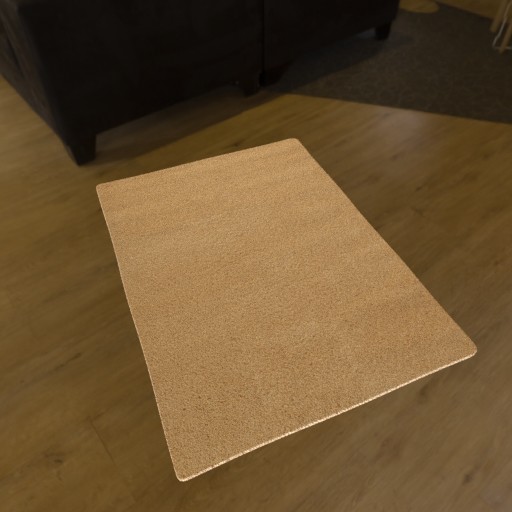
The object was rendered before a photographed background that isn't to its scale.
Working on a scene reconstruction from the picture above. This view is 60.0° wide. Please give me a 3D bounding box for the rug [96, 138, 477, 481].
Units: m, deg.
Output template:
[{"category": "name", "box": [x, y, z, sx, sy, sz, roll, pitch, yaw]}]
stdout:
[{"category": "rug", "box": [0.000, 0.000, 2.048, 1.199, 0.025, 1.600, -17, 50, -15]}]
